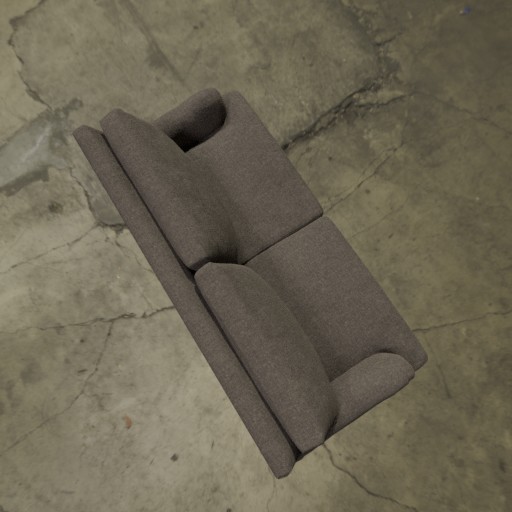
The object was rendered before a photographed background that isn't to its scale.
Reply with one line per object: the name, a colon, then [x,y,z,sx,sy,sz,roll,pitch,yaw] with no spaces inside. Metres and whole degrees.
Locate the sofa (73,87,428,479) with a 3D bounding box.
sofa: [0.000,0.000,2.723,1.087,1.054,2.160,-32,78,-8]
